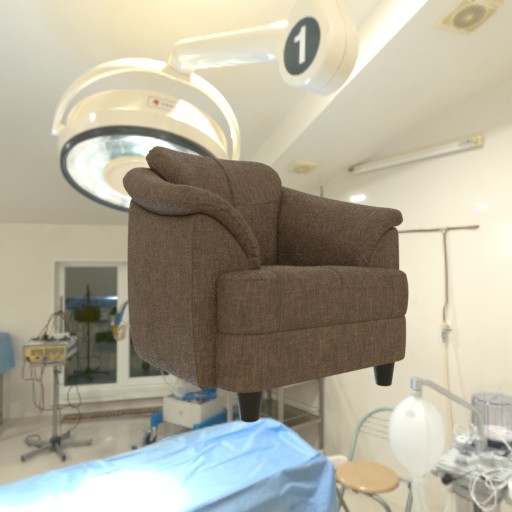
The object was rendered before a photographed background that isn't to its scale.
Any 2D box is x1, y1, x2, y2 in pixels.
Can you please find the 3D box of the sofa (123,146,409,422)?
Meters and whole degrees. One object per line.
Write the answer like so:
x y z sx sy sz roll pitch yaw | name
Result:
0.000 0.000 1.510 0.870 0.811 0.794 0 -1 -36 | sofa
